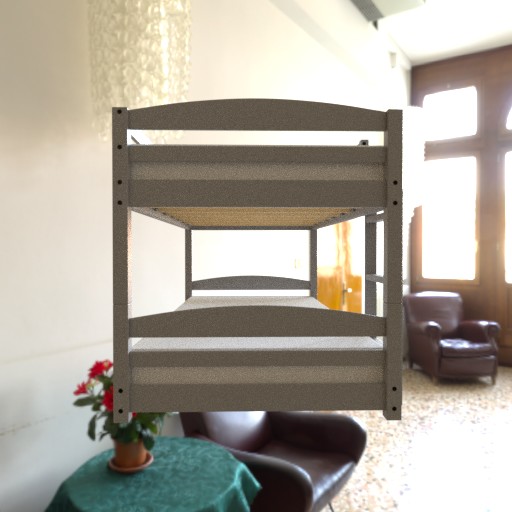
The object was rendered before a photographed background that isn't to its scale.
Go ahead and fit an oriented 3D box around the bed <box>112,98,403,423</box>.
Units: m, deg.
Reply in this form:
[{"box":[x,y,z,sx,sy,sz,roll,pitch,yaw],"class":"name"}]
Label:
[{"box":[0.000,0.000,2.645,1.105,1.206,2.013,0,1,-1],"class":"bed"}]
